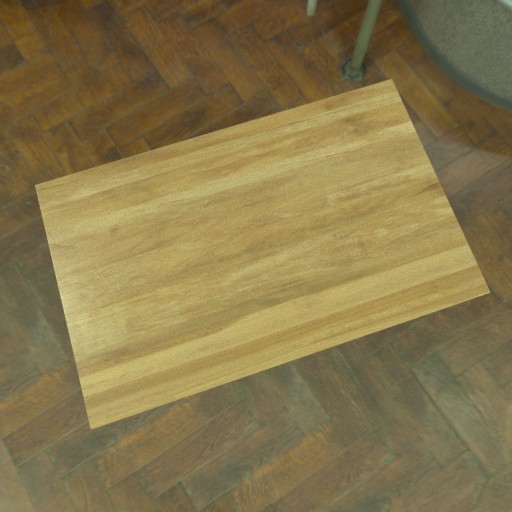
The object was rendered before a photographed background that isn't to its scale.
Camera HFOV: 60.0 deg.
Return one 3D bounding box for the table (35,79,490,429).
[{"bbox_3d":[0.000,0.000,1.442,1.100,0.441,0.692,-18,77,-4],"label":"table"}]
